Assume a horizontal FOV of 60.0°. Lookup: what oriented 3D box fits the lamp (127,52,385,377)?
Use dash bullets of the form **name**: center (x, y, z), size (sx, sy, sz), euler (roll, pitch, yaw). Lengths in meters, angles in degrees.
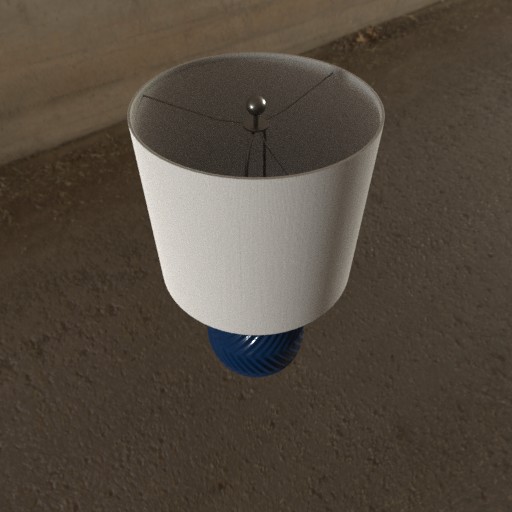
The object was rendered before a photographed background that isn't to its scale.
- **lamp**: center (0.000, 0.000, 0.485), size (0.203, 0.368, 0.203), euler (11, 47, 10)
